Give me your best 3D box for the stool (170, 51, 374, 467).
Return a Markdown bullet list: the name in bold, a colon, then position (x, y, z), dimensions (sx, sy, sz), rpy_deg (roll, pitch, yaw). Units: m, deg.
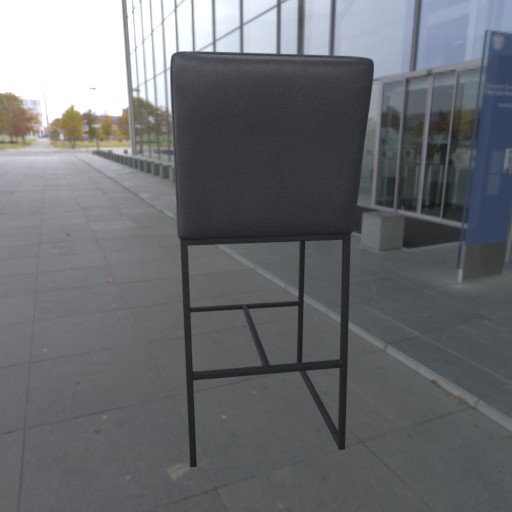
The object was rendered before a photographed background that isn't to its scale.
- **stool**: position (0.000, 0.000, 1.323), dimensions (0.457, 1.040, 0.552), rpy_deg (-2, 15, -9)
